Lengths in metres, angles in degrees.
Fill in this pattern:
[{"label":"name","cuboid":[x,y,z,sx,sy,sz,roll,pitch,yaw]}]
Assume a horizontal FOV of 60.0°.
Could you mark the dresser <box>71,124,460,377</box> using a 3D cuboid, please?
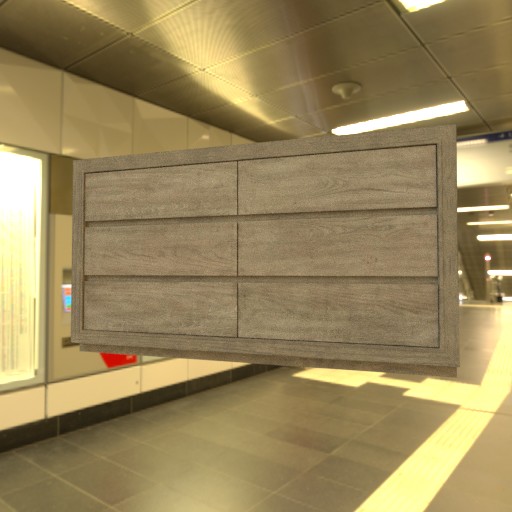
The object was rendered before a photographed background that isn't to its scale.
[{"label":"dresser","cuboid":[0.000,0.000,2.010,1.628,0.889,0.483,-1,-2,18]}]
